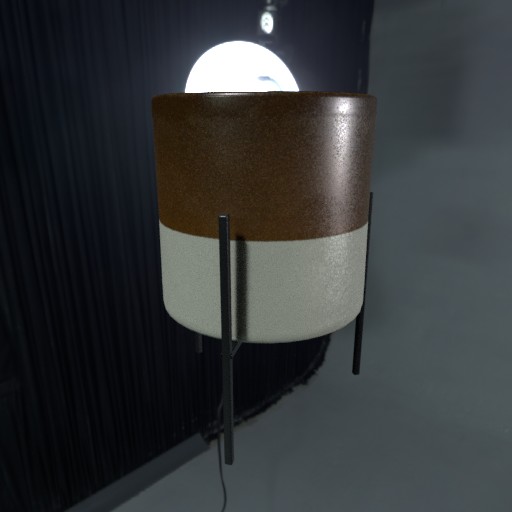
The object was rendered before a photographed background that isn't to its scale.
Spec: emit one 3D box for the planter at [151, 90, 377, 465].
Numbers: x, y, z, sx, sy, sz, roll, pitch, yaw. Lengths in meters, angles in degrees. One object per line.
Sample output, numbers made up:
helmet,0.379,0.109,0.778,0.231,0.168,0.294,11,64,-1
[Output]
planter,0.000,0.000,0.556,0.269,0.375,0.255,16,23,41
